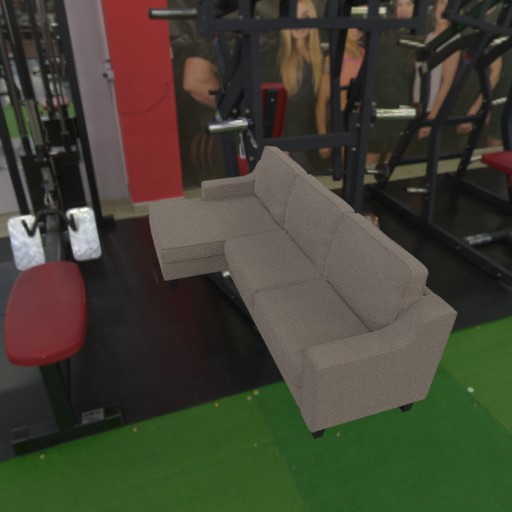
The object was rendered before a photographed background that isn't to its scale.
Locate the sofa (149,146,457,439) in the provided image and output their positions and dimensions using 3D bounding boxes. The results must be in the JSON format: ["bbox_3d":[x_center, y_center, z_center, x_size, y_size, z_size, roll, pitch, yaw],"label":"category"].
[{"bbox_3d":[0.000,0.000,3.222,1.294,0.928,2.561,-10,32,-16],"label":"sofa"}]
